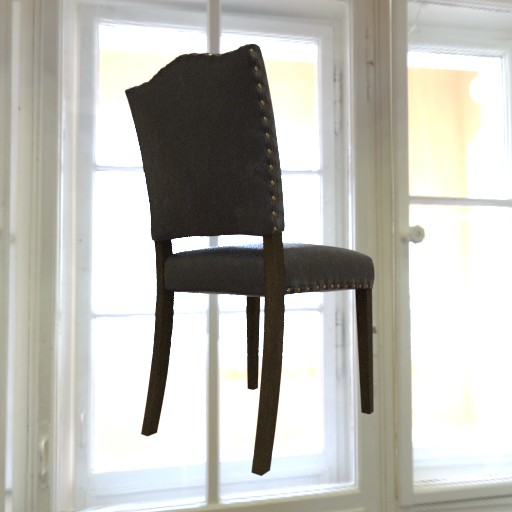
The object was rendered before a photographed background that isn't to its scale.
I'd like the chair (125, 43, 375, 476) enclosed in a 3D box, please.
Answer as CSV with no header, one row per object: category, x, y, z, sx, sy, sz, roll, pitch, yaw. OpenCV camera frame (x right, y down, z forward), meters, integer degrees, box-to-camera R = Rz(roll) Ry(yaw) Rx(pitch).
chair,0.000,0.000,1.322,0.500,0.991,0.633,-1,-1,36
